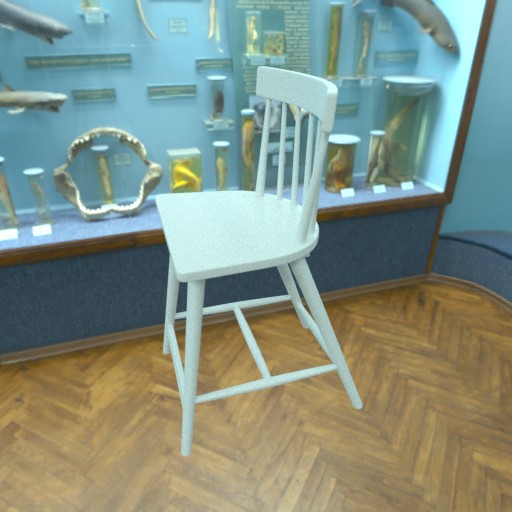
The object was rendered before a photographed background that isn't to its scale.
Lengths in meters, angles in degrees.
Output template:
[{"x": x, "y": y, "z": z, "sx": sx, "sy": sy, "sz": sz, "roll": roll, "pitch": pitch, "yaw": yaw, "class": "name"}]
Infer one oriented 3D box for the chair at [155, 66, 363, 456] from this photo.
[{"x": 0.000, "y": 0.000, "z": 1.269, "sx": 0.572, "sy": 0.952, "sz": 0.483, "roll": -8, "pitch": 30, "yaw": -15, "class": "chair"}]
